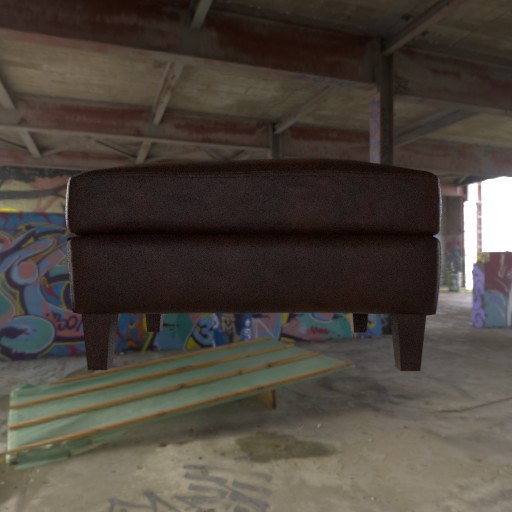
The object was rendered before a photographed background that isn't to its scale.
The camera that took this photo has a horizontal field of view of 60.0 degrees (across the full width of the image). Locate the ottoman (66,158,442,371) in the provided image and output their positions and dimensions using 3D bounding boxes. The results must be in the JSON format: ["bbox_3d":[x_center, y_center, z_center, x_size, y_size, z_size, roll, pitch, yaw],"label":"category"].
[{"bbox_3d":[0.000,0.000,1.299,0.887,0.527,0.659,0,0,1],"label":"ottoman"}]
